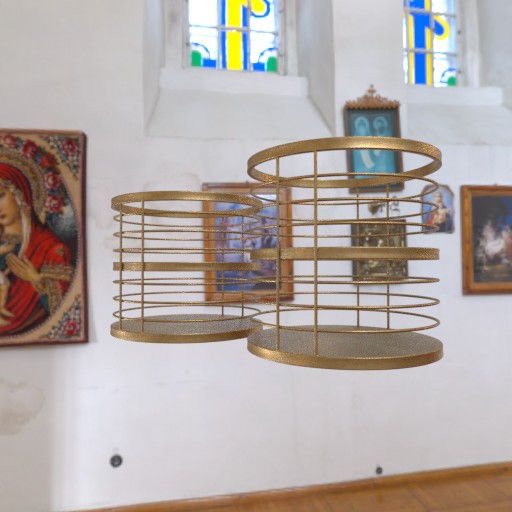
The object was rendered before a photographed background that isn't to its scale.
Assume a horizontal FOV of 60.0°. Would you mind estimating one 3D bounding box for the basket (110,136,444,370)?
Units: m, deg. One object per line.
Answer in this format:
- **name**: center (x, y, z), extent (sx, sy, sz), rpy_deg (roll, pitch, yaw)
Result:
- **basket**: center (0.000, 0.000, 0.950), extent (0.746, 0.351, 0.356), rpy_deg (-1, -1, 35)
